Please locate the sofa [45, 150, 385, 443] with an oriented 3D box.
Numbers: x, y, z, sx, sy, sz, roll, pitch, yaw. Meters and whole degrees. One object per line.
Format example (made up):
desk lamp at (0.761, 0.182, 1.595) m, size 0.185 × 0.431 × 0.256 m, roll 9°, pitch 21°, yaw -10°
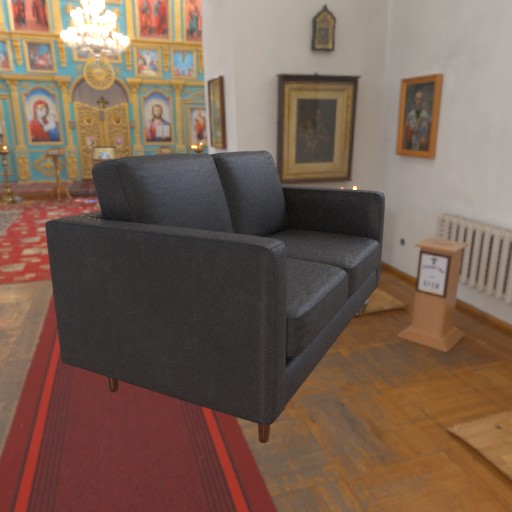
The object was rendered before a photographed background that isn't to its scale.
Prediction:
sofa at (0.000, 0.000, 1.974) m, size 0.879 × 0.899 × 1.430 m, roll 7°, pitch 16°, yaw 26°
